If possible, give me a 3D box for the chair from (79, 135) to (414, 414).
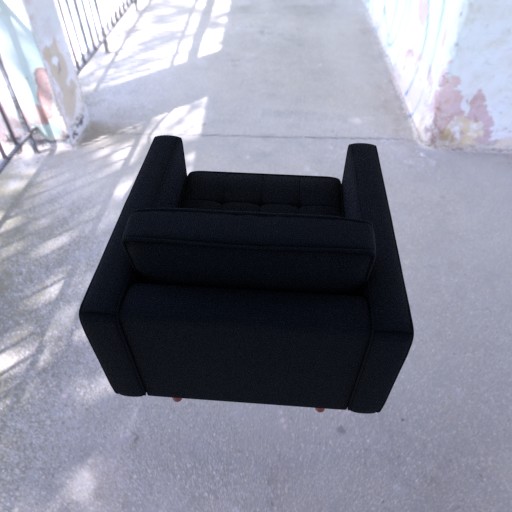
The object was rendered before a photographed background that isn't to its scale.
[{"bbox_3d":[0.000,0.000,1.596,0.899,0.770,0.920,3,46,3],"label":"chair"}]
